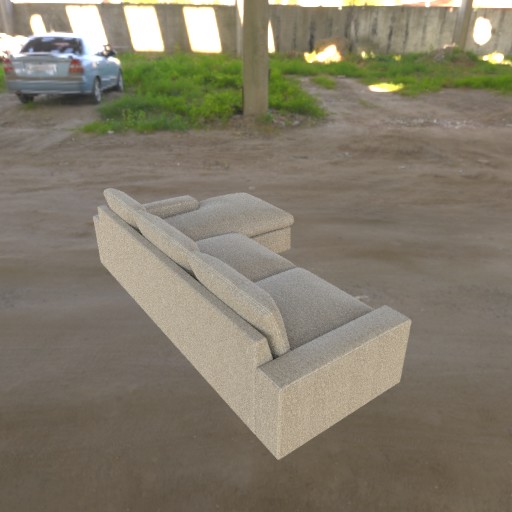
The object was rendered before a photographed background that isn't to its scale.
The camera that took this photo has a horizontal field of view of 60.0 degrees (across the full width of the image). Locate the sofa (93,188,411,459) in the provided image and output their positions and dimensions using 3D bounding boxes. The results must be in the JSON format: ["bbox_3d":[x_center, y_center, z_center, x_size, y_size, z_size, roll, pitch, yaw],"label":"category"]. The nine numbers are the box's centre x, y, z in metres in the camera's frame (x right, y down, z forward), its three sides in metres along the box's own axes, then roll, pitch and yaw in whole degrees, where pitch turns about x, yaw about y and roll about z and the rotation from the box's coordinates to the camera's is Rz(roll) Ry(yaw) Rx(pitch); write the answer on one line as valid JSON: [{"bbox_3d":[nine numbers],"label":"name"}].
[{"bbox_3d":[0.000,0.000,3.521,1.689,0.813,2.718,-18,32,-32],"label":"sofa"}]
